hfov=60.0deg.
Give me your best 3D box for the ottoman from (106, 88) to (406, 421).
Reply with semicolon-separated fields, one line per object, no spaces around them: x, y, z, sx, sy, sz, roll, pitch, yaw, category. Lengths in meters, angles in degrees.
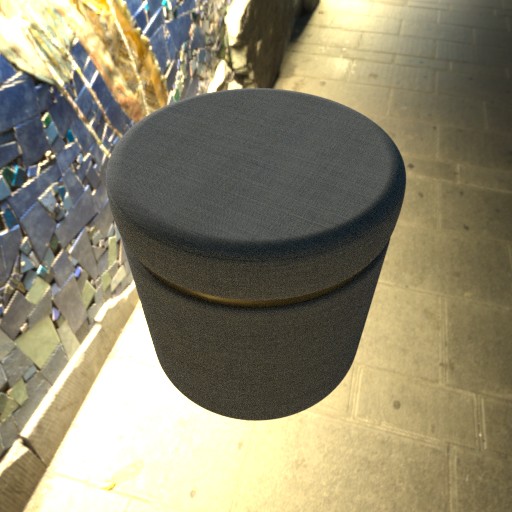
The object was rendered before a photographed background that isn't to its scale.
0.000;0.000;0.735;0.400;0.406;0.400;0;46;0;ottoman
